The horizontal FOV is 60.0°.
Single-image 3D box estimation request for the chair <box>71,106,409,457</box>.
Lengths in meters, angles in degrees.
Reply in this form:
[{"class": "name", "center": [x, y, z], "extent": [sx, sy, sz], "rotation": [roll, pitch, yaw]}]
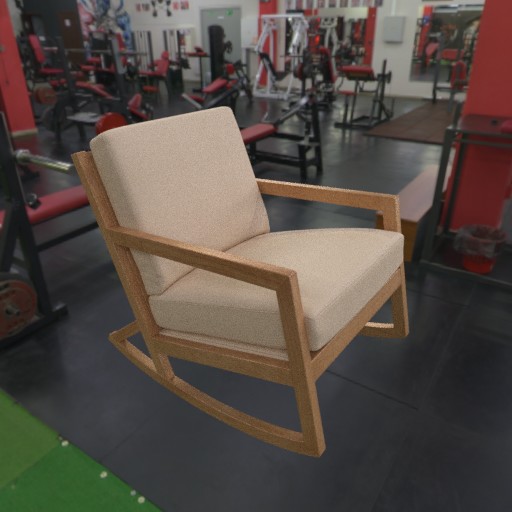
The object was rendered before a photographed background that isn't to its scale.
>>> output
[{"class": "chair", "center": [0.000, 0.000, 1.404], "extent": [0.857, 0.790, 0.622], "rotation": [19, 33, 32]}]
